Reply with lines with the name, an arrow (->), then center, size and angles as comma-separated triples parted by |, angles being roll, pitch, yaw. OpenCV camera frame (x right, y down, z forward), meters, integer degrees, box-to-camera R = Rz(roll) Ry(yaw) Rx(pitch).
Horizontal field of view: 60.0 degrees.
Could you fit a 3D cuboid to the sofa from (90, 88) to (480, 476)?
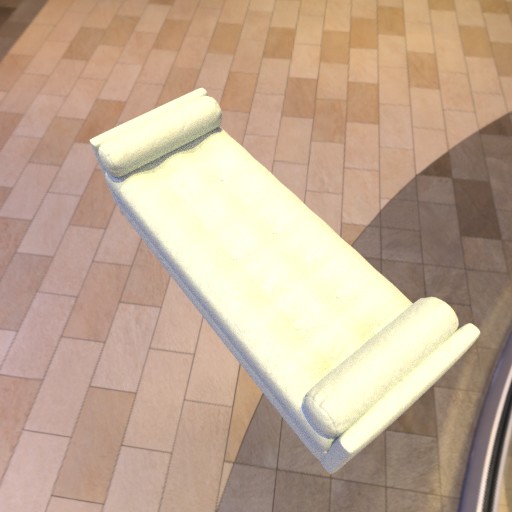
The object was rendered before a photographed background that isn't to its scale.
sofa -> 0.000, 0.000, 2.408 | 0.796, 0.705, 2.102 | -33, 63, -20
